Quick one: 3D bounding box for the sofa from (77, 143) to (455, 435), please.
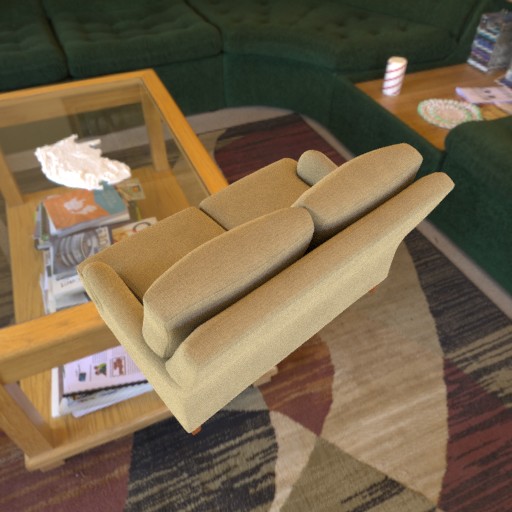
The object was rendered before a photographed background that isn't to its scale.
[{"bbox_3d":[0.000,0.000,2.203,1.480,0.999,1.087,-32,54,-27],"label":"sofa"}]
